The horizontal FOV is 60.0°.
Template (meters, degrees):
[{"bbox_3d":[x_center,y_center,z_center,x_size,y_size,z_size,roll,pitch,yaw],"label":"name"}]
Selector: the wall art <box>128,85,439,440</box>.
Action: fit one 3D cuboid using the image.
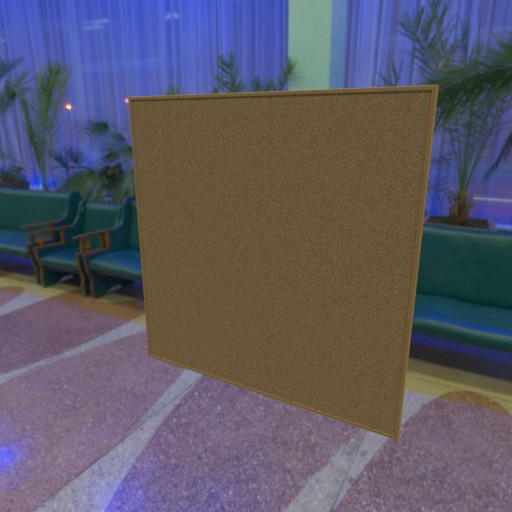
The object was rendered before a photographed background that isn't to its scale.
[{"bbox_3d":[0.000,0.000,0.656,0.457,0.455,0.013,10,19,29],"label":"wall art"}]
